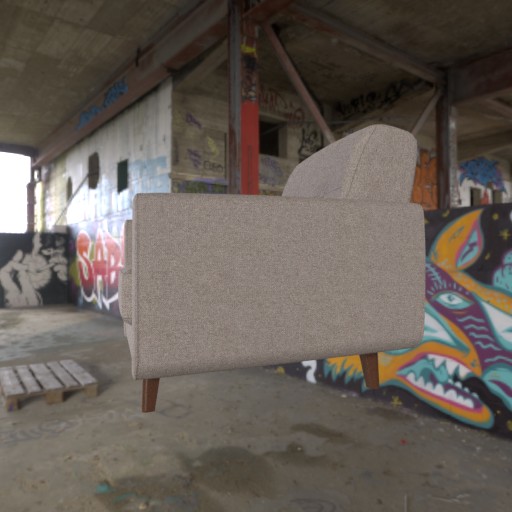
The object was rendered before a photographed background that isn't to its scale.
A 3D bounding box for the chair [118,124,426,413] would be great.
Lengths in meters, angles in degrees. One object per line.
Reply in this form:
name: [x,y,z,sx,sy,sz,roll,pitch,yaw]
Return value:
chair: [0.000,0.000,1.543,0.907,0.839,0.831,0,-1,-18]
